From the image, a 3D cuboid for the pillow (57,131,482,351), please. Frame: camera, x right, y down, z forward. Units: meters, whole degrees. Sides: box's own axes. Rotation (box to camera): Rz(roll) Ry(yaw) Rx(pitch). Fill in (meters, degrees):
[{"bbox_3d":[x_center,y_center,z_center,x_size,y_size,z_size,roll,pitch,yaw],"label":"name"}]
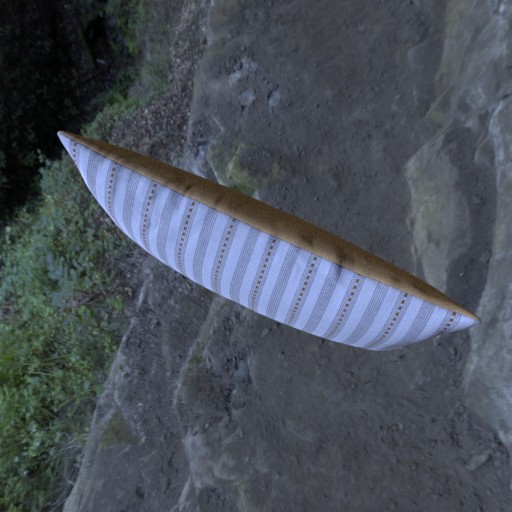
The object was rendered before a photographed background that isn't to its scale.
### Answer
[{"bbox_3d":[0.000,0.000,0.709,0.608,0.291,0.151,25,75,7],"label":"pillow"}]
